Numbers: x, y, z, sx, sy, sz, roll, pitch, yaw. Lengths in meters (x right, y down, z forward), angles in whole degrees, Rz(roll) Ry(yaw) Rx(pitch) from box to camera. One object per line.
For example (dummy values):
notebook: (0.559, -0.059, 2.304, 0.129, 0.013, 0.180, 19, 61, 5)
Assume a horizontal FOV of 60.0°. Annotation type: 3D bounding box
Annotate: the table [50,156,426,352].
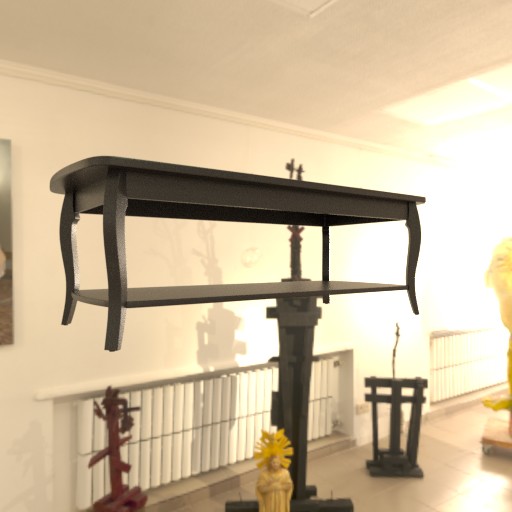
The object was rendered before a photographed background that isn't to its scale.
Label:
table: (0.000, 0.000, 1.593, 1.333, 0.457, 0.571, 0, 0, -35)
